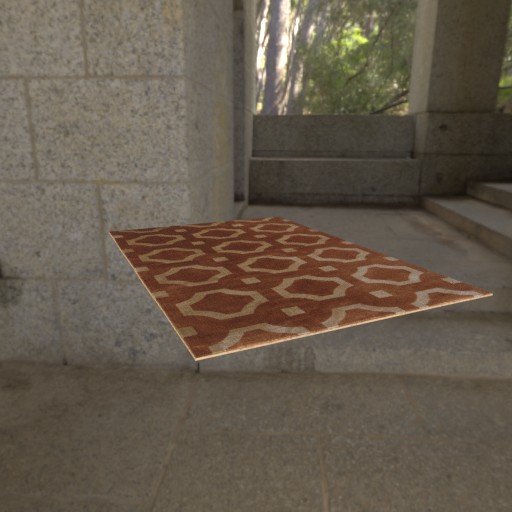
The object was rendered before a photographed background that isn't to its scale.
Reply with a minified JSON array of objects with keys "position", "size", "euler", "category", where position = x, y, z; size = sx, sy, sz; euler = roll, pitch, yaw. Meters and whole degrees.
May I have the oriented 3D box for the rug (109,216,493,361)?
[{"position":[0.000,0.000,2.900],"size":[1.555,0.016,2.286],"euler":[-7,17,-24],"category":"rug"}]
